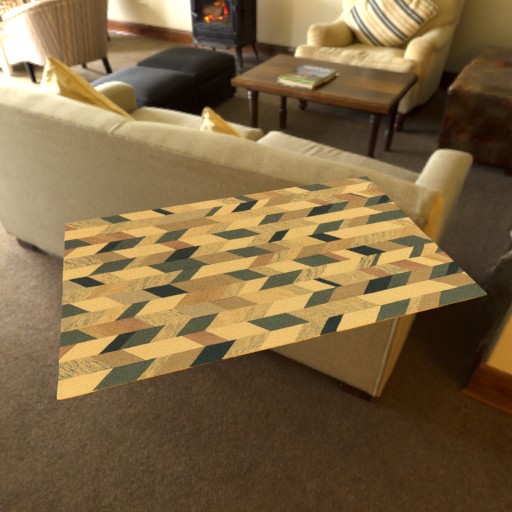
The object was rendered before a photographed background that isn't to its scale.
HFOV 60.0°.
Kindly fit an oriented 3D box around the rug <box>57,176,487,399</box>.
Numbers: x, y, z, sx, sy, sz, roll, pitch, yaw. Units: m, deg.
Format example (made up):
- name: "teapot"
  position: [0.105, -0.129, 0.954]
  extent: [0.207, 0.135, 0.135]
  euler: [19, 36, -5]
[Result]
- name: "rug"
  position: [0.000, 0.000, 2.919]
  extent: [2.423, 0.008, 1.513]
  euler: [-11, 40, -13]
